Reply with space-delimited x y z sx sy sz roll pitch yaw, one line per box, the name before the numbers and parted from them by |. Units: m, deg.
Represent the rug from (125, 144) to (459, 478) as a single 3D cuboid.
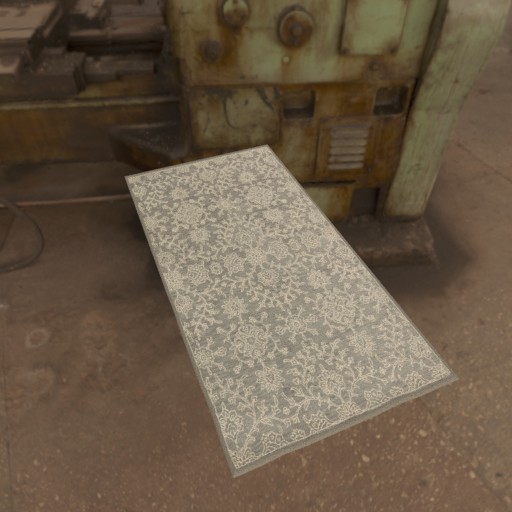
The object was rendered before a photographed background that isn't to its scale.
rug | 0.000 0.000 3.615 1.546 0.011 3.048 -17 48 -16
